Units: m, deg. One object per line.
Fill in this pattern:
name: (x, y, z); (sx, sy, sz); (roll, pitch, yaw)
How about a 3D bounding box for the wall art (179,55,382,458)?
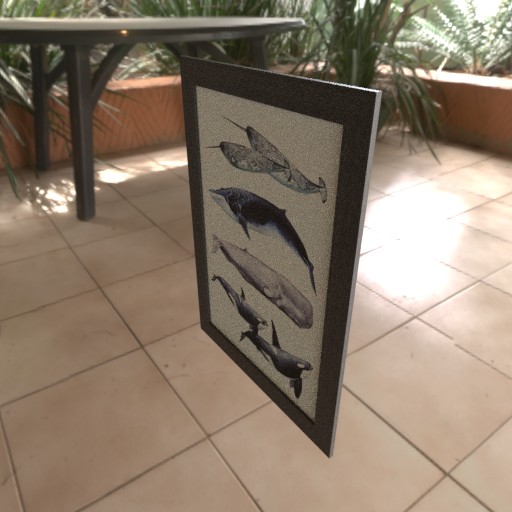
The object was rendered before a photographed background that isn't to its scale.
wall art: (0.000, 0.000, 1.426); (0.016, 1.116, 0.810); (-20, 36, -31)
